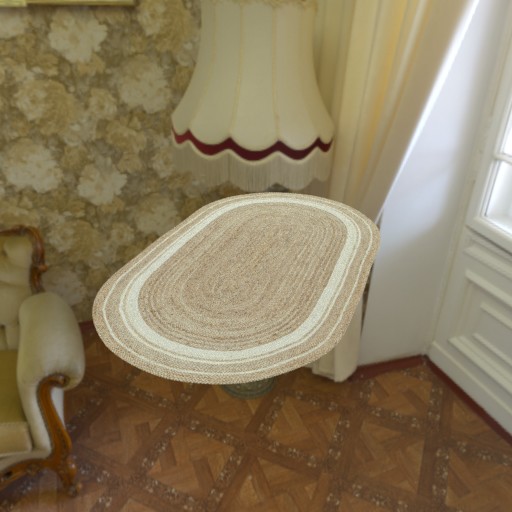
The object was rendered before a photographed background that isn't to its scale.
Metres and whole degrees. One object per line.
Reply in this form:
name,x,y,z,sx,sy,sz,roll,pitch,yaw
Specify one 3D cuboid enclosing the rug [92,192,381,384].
rug,0.000,0.000,3.029,1.520,0.006,2.432,12,31,20
